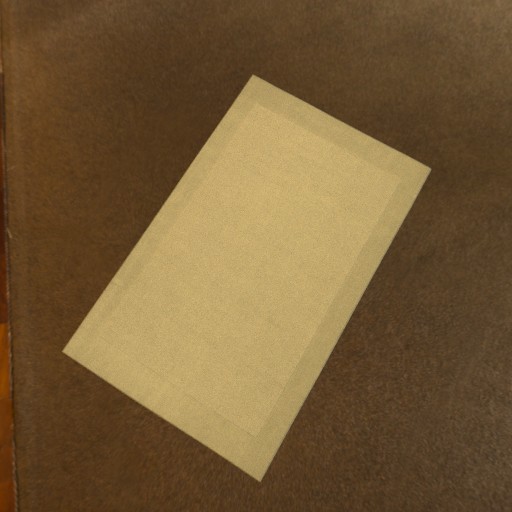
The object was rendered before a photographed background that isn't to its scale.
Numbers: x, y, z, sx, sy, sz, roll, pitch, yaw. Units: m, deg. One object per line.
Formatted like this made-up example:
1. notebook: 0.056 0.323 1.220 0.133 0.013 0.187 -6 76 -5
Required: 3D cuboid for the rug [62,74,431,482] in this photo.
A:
1. rug: 0.000 0.000 3.074 1.524 0.014 2.438 30 78 7
